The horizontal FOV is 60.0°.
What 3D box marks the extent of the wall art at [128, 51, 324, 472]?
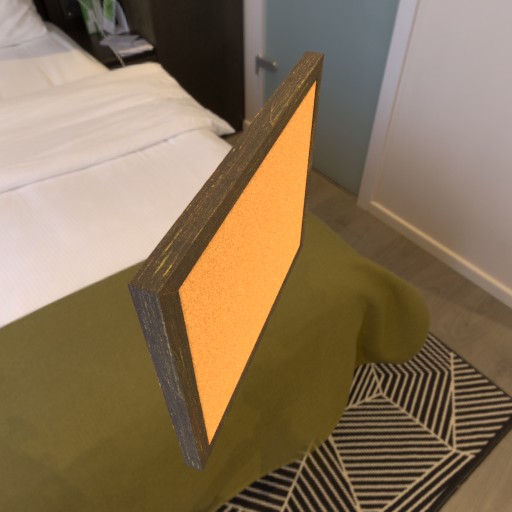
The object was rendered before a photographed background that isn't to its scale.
[{"bbox_3d":[0.000,0.000,0.738,0.032,0.457,0.558,16,48,14],"label":"wall art"}]
